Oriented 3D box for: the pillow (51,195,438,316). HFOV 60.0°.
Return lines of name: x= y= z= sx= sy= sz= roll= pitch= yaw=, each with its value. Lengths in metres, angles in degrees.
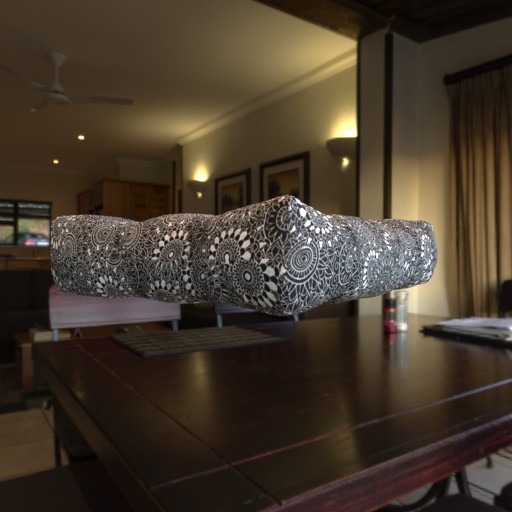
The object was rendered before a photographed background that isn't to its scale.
pillow: x=0.000 y=0.000 z=0.735 sx=0.468 sy=0.128 sz=0.490 roll=0 pitch=0 yaw=37
